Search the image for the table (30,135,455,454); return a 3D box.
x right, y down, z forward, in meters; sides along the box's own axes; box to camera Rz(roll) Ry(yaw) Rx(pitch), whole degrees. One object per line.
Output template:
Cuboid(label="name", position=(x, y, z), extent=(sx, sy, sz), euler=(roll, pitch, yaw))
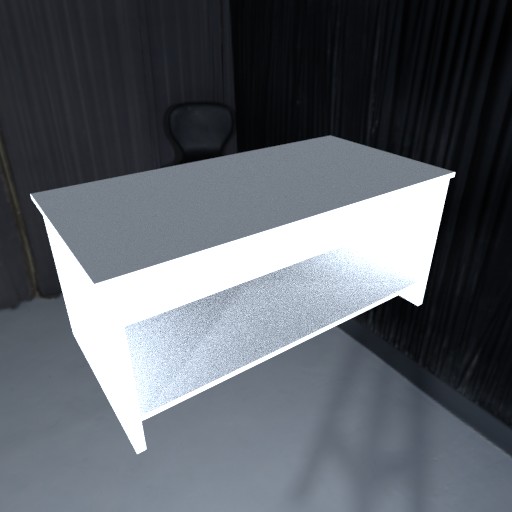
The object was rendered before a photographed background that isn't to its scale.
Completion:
Cuboid(label="table", position=(0.000, 0.000, 1.264), extent=(1.000, 0.441, 0.500), euler=(-19, 34, -30))
